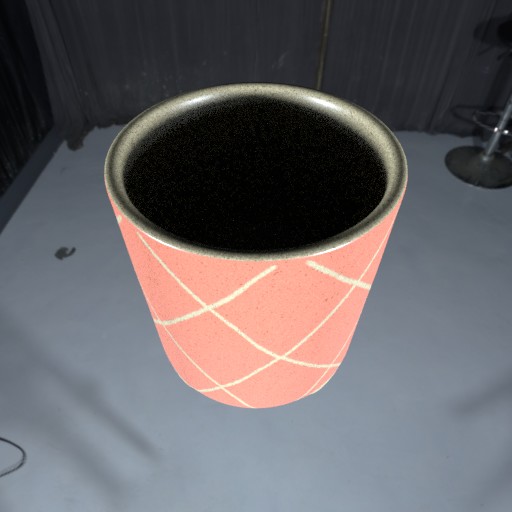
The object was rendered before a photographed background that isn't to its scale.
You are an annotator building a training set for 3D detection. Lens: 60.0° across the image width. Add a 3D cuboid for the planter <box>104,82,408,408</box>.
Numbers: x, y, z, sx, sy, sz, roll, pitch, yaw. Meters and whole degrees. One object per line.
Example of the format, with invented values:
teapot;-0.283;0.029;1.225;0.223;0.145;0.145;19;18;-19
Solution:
planter;0.000;0.000;0.357;0.191;0.200;0.191;0;47;0
